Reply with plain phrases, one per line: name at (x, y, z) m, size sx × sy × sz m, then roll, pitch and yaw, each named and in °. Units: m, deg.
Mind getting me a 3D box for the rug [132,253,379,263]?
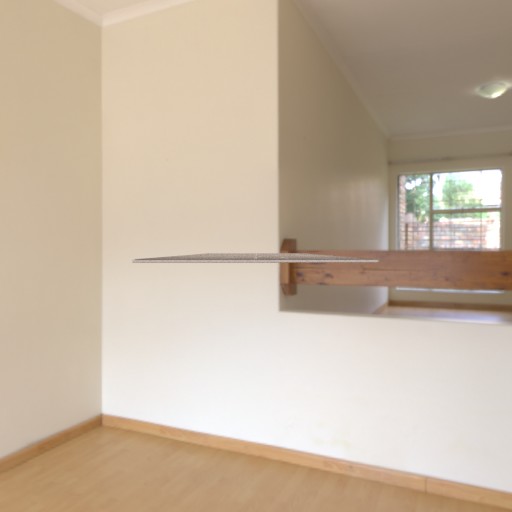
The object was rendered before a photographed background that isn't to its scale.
rug at (0.000, 0.000, 2.737) m, size 0.864 × 0.012 × 2.388 m, roll 0°, pitch 1°, yaw 0°
